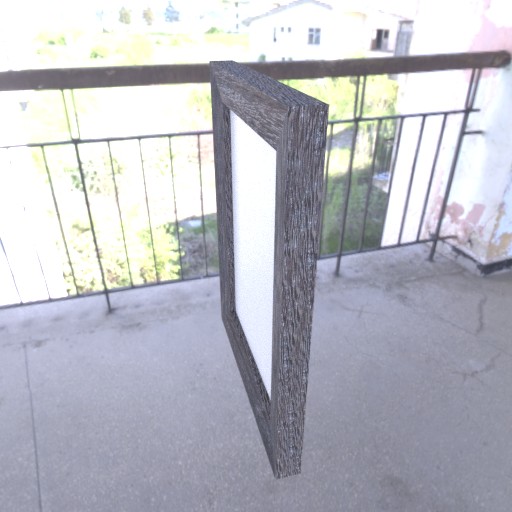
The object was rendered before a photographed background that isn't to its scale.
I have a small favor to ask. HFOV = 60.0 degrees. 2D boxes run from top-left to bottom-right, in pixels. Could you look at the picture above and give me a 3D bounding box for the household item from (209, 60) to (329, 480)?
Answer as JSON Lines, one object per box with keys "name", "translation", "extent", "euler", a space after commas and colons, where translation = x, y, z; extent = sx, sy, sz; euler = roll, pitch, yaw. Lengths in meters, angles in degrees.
{"name": "household item", "translation": [0.000, 0.000, 0.277], "extent": [0.020, 0.210, 0.160], "euler": [-8, 30, -13]}
